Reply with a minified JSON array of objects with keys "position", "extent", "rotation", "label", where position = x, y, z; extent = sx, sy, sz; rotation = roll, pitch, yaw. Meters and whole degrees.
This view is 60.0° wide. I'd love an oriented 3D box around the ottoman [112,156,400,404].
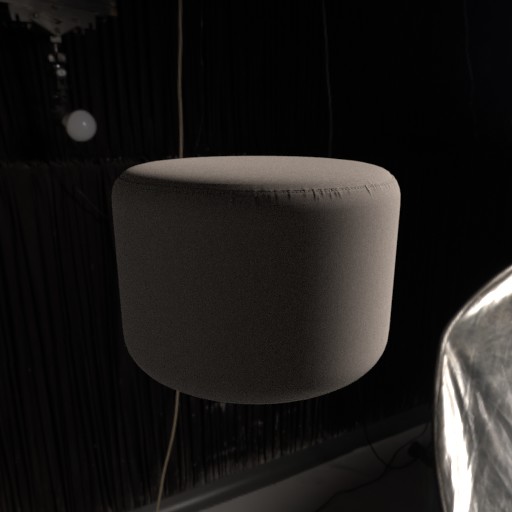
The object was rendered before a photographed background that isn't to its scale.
[{"position":[0.000,0.000,1.016],"extent":[0.608,0.433,0.608],"rotation":[0,16,0],"label":"ottoman"}]
